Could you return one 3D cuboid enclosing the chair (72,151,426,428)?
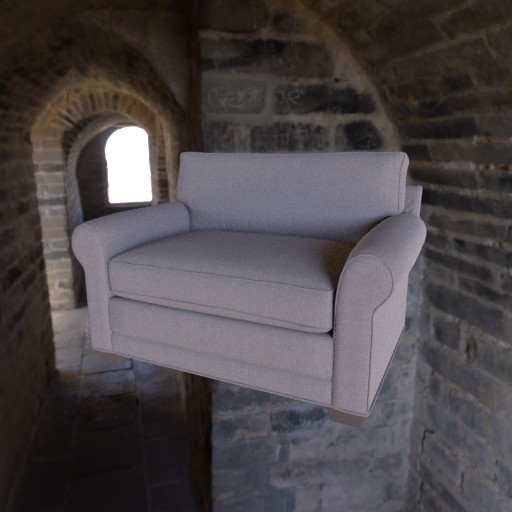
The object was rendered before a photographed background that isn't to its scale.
[{"bbox_3d":[0.000,0.000,2.022,1.390,0.930,0.930,6,14,25],"label":"chair"}]
